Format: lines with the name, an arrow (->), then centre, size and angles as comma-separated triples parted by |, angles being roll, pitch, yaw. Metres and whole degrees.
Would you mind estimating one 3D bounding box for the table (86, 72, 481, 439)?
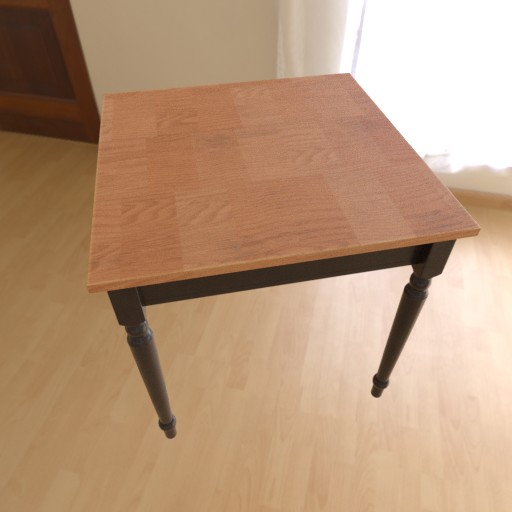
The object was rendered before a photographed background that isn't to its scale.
table -> 0.000, 0.000, 1.332 | 0.747, 0.738, 0.747 | -8, 46, -8
